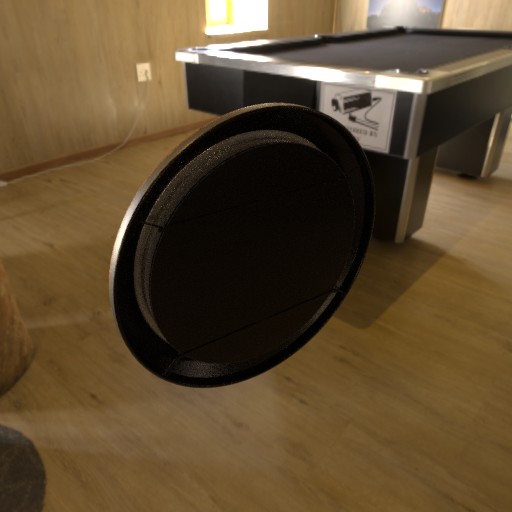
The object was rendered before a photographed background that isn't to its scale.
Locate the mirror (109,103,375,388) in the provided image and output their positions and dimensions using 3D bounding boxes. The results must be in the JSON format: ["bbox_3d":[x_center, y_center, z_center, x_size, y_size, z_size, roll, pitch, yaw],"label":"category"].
[{"bbox_3d":[0.000,0.000,1.357,0.907,0.907,0.111,-19,36,-28],"label":"mirror"}]
